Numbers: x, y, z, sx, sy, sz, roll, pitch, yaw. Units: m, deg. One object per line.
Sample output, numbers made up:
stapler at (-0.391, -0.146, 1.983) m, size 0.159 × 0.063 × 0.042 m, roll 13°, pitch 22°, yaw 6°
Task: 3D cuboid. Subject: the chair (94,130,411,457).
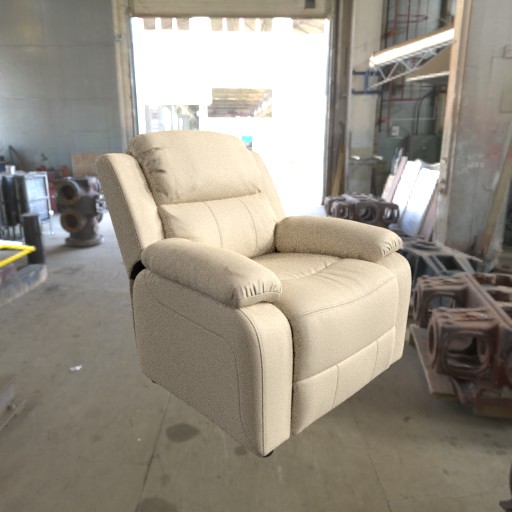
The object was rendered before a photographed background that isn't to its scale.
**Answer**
chair at (0.000, 0.000, 1.267) m, size 0.709 × 0.702 × 0.680 m, roll 14°, pitch 20°, yaw 43°
